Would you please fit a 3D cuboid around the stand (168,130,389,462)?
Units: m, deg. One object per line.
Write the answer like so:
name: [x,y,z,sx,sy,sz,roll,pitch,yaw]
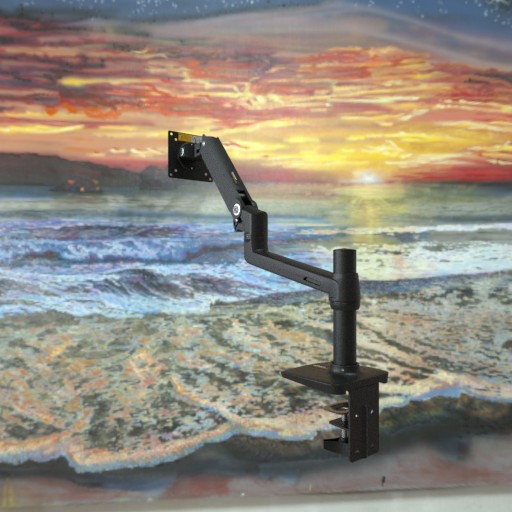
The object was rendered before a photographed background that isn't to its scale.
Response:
stand: [0.000,0.000,1.032,0.152,0.713,0.650,0,0,-36]
